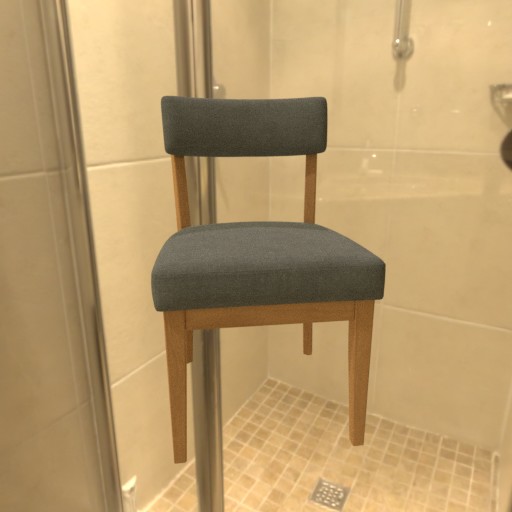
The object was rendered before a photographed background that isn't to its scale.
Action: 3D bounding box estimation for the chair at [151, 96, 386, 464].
[{"bbox_3d":[0.000,0.000,1.193,0.508,0.832,0.572,-2,17,-7],"label":"chair"}]
